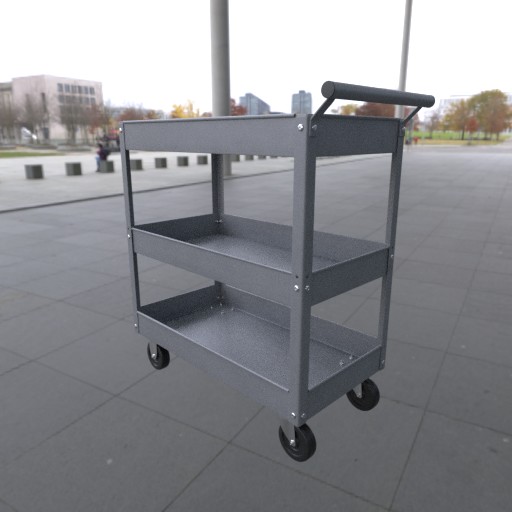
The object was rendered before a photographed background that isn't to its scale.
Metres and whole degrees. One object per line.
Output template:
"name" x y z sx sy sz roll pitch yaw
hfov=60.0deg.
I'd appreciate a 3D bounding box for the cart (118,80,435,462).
"cart" 0.000 0.000 1.166 0.366 0.780 0.719 -15 21 -43
